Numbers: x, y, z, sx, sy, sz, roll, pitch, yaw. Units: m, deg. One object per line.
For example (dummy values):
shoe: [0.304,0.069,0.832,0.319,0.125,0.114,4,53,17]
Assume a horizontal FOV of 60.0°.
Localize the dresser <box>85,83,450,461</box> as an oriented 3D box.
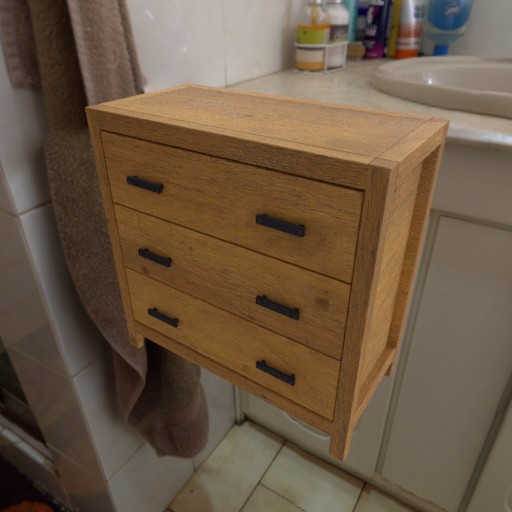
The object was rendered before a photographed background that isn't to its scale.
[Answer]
dresser: [0.000,0.000,1.279,0.804,0.804,0.427,19,36,29]
